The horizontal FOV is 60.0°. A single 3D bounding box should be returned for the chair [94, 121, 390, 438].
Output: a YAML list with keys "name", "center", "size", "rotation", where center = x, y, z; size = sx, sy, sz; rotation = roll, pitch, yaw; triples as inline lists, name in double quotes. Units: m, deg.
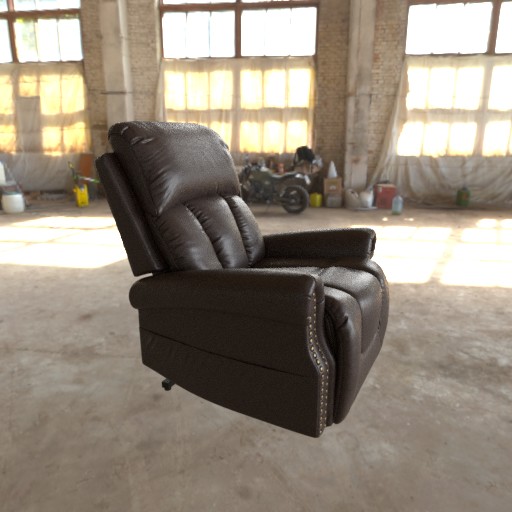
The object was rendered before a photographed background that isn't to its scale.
- name: "chair"
  center: [0.000, 0.000, 1.758]
  size: [0.978, 1.028, 0.869]
  rotation: [8, 17, 26]
